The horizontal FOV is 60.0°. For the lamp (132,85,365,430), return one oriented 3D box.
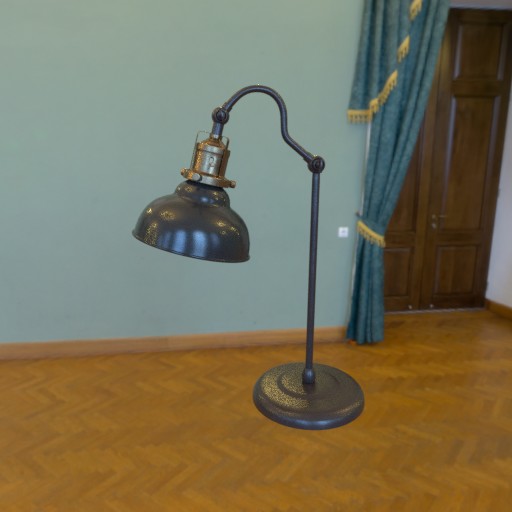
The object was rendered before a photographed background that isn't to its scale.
[{"bbox_3d":[0.000,0.000,0.699,0.374,0.508,0.192,-2,13,-9],"label":"lamp"}]
